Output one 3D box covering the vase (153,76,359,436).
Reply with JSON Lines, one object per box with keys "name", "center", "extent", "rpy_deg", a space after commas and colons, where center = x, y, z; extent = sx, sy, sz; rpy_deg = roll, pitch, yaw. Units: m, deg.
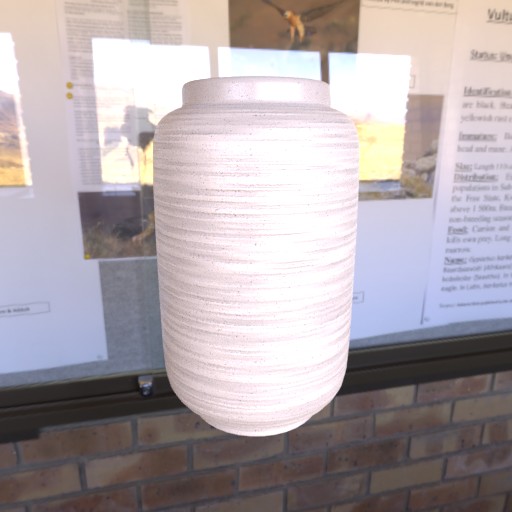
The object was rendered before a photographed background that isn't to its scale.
{"name": "vase", "center": [0.000, 0.000, 0.464], "extent": [0.202, 0.335, 0.202], "rpy_deg": [0, 15, 0]}
